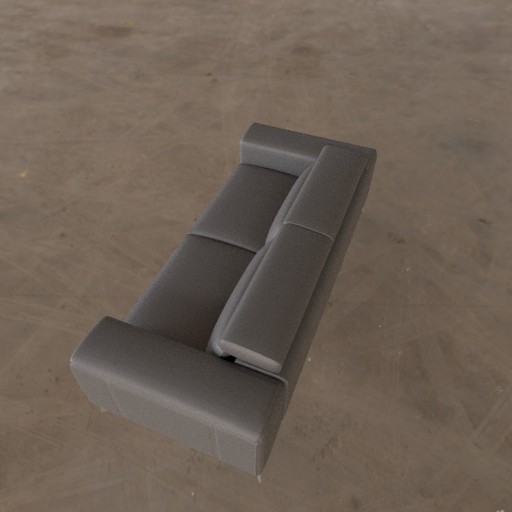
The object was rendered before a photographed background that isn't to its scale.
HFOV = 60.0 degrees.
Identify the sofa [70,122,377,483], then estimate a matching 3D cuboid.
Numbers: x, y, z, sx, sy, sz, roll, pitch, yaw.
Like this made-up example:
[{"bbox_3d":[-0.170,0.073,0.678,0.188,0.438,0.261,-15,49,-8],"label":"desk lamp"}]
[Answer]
[{"bbox_3d":[0.000,0.000,2.830,1.023,0.759,2.321,17,50,15],"label":"sofa"}]
